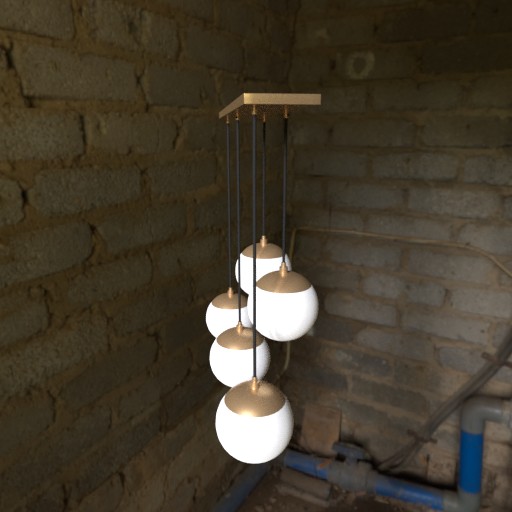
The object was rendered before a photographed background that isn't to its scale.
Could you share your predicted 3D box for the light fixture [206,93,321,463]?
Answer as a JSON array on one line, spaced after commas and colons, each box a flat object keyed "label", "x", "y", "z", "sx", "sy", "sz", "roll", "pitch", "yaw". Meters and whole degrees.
[{"label": "light fixture", "x": 0.000, "y": 0.000, "z": 1.353, "sx": 0.299, "sy": 0.869, "sz": 0.863, "roll": -2, "pitch": 15, "yaw": -8}]
